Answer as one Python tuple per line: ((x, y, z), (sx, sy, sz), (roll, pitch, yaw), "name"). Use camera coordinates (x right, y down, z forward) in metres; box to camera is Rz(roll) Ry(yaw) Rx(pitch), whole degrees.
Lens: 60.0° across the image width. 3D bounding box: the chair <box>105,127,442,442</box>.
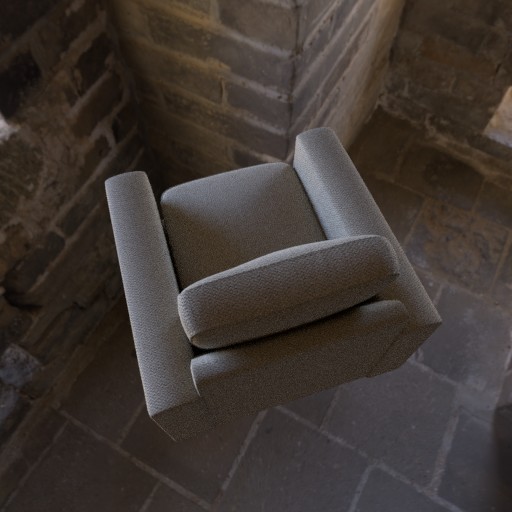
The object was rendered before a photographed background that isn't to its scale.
((0.000, 0.000, 1.752), (1.005, 0.873, 1.016), (-15, 61, -9), "chair")
